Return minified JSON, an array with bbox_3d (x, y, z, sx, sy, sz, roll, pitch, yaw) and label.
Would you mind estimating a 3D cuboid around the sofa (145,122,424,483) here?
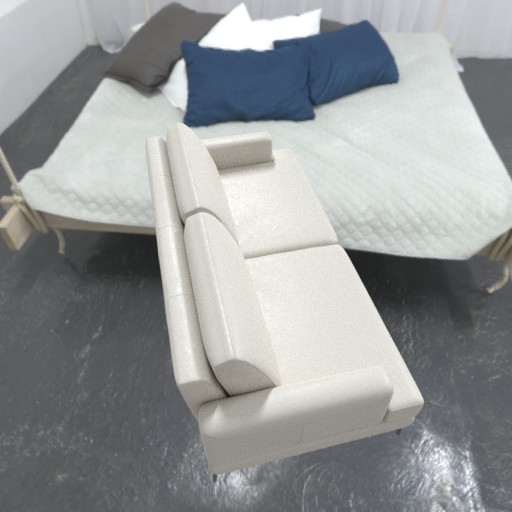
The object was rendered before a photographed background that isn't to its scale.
[{"bbox_3d":[0.000,0.000,2.362,0.974,0.765,1.940,-10,47,-9],"label":"sofa"}]
